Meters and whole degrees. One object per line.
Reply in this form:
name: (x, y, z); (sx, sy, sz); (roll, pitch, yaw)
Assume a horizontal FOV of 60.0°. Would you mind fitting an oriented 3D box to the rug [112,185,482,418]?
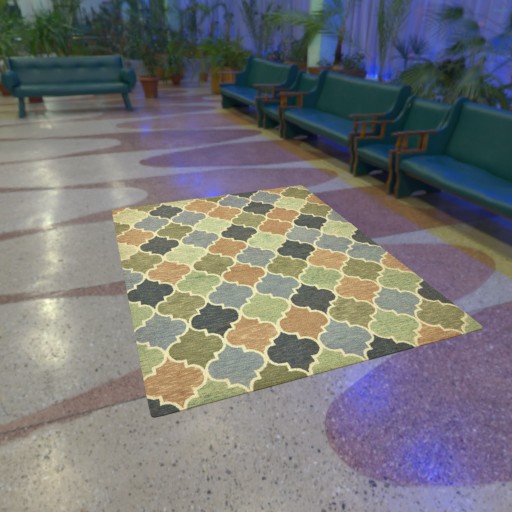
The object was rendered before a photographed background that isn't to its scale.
rug: (0.000, 0.000, 4.228); (2.439, 0.013, 3.200); (-10, 31, -17)
